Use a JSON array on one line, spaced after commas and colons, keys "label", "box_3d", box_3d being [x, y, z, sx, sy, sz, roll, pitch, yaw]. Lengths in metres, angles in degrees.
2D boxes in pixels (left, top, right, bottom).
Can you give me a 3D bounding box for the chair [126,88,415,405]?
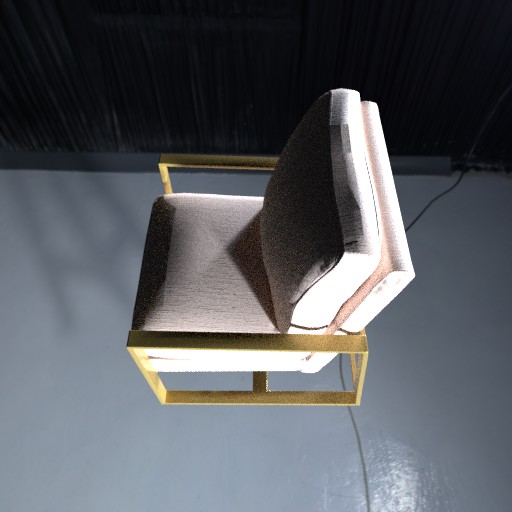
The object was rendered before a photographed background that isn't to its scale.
[{"label": "chair", "box_3d": [0.000, 0.000, 1.529, 0.813, 0.956, 0.758, 0, 57, 0]}]
